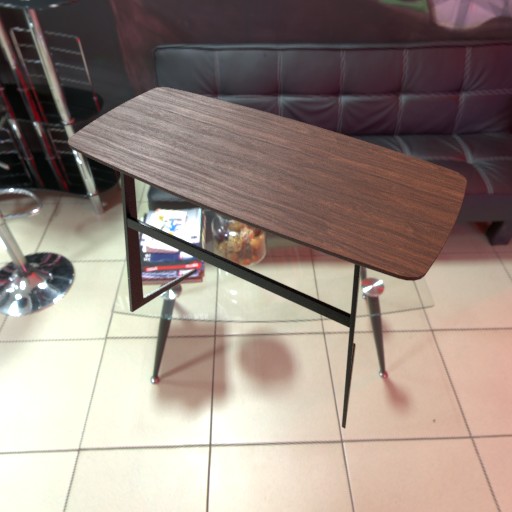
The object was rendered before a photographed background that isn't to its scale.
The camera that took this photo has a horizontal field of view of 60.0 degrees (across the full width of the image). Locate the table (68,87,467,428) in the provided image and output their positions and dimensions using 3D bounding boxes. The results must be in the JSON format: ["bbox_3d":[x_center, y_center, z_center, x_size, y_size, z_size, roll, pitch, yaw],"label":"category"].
[{"bbox_3d":[0.000,0.000,1.119,0.804,0.576,0.361,23,50,21],"label":"table"}]
